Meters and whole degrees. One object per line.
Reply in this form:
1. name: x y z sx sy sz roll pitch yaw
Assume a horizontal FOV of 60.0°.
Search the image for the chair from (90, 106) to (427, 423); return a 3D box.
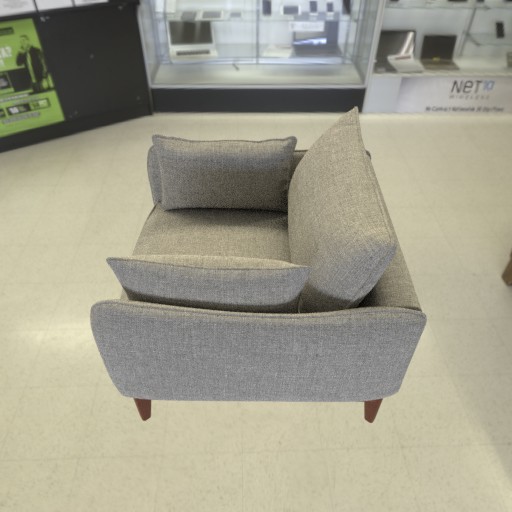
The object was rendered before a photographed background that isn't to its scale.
1. chair: 0.000 0.000 1.678 0.976 0.839 0.993 0 43 0
